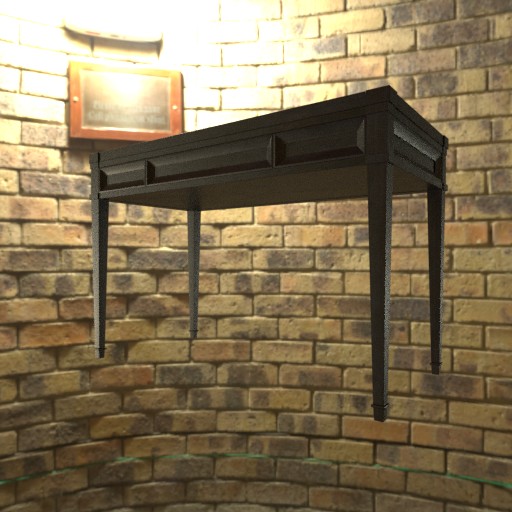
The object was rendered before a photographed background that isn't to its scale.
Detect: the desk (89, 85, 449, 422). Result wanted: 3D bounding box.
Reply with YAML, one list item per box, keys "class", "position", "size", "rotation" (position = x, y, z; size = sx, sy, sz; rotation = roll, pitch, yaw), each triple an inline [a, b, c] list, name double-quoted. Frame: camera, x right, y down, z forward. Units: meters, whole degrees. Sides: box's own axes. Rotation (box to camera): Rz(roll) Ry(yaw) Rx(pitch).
- class: "desk"
  position: [0.000, 0.000, 1.749]
  size: [1.289, 0.861, 0.630]
  rotation: [0, 0, 36]
